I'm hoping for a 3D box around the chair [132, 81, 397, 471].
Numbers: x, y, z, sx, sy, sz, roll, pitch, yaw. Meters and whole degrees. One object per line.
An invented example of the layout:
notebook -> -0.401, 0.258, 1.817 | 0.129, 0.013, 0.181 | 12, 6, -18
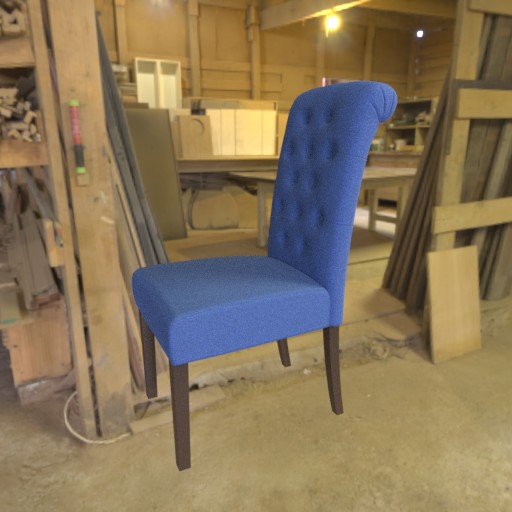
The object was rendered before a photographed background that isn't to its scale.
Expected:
chair -> 0.000, 0.000, 1.346 | 0.671, 1.006, 0.456 | -7, 17, -25
